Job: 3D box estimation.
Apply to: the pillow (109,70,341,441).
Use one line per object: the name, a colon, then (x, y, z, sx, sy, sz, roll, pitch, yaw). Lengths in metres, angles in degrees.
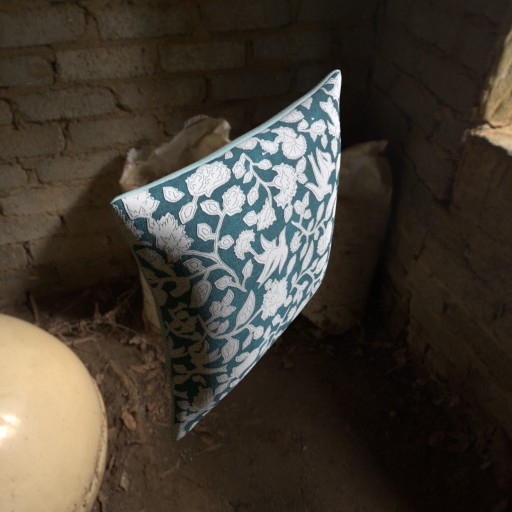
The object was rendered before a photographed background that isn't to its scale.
pillow: (0.000, 0.000, 0.793, 0.166, 0.508, 0.525, 25, 47, 26)
